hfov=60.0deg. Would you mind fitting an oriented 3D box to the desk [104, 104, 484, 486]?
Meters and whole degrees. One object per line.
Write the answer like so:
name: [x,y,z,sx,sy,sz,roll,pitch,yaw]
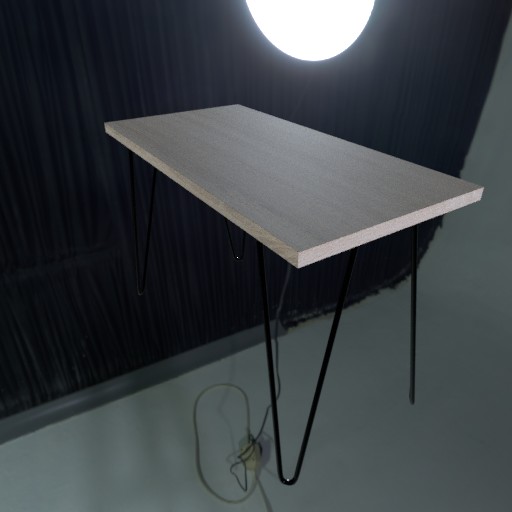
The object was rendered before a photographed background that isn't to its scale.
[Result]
desk: [0.000,0.000,1.341,0.499,0.660,0.991,-19,35,-29]
